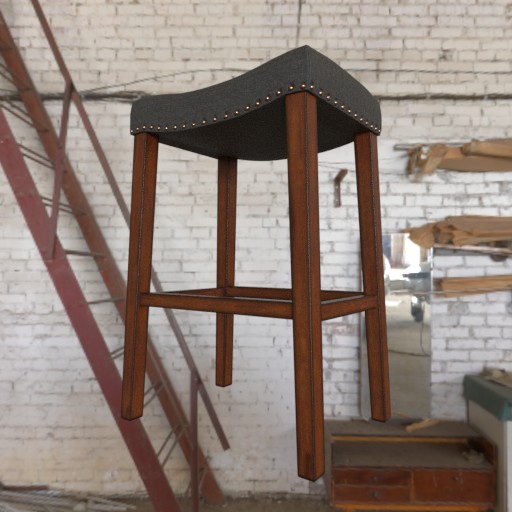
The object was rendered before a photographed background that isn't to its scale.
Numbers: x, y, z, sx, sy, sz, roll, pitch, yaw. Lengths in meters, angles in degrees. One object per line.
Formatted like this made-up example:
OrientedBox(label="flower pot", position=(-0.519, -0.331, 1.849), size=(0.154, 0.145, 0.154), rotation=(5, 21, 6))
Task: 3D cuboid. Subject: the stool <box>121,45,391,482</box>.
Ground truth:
OrientedBox(label="stool", position=(0.000, 0.000, 1.021), size=(0.502, 0.748, 0.366), rotation=(0, -1, 36))
